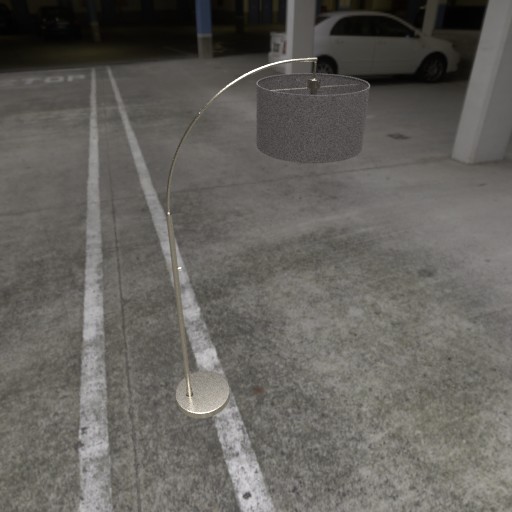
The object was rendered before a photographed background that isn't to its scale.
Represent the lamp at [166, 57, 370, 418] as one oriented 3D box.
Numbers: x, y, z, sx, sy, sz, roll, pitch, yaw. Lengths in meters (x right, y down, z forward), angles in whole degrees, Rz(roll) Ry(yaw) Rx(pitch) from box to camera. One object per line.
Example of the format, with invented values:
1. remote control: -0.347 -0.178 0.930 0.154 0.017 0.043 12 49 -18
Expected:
1. lamp: 0.000 0.000 2.131 0.934 1.735 0.452 -10 33 -16
